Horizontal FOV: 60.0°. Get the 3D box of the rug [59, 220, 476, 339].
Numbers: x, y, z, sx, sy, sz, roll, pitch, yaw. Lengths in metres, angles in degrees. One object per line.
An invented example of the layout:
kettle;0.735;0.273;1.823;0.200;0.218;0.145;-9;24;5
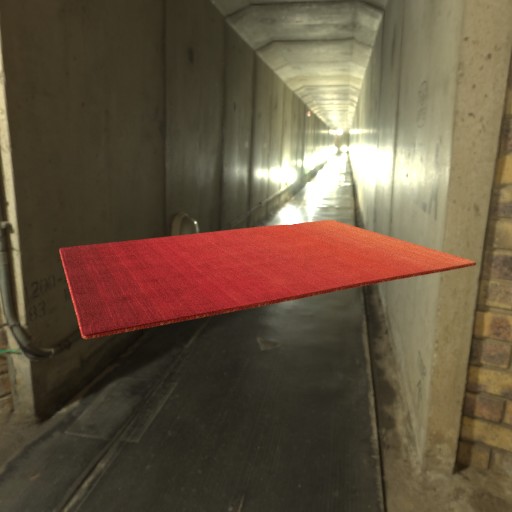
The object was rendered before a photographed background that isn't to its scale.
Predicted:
rug;0.000;0.000;2.322;1.835;0.018;1.230;-8;17;-25
